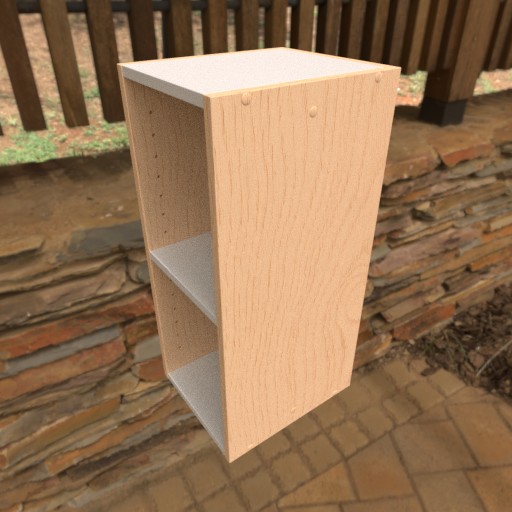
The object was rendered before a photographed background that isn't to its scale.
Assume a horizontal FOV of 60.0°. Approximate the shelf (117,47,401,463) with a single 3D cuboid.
[{"bbox_3d":[0.000,0.000,0.751,0.290,0.600,0.250,-21,38,-30],"label":"shelf"}]
